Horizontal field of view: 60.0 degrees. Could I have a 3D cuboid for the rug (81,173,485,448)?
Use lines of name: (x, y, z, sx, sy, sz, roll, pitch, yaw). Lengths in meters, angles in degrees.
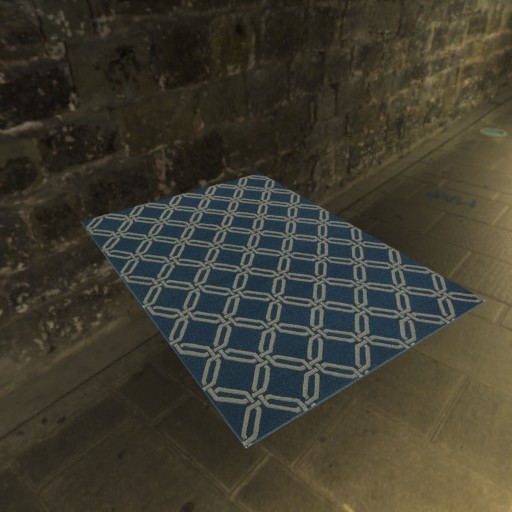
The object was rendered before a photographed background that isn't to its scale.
rug: (0.000, 0.000, 4.332, 2.432, 0.018, 3.342, -21, 38, -28)
